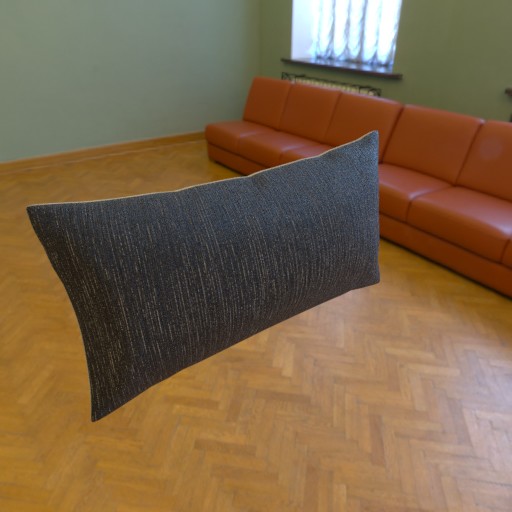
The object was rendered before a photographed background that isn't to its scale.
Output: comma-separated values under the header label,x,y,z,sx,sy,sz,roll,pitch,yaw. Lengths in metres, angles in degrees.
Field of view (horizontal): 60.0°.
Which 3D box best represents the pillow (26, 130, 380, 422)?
label,x,y,z,sx,sy,sz,roll,pitch,yaw
pillow,0.000,0.000,0.714,0.608,0.305,0.156,-20,35,-31
